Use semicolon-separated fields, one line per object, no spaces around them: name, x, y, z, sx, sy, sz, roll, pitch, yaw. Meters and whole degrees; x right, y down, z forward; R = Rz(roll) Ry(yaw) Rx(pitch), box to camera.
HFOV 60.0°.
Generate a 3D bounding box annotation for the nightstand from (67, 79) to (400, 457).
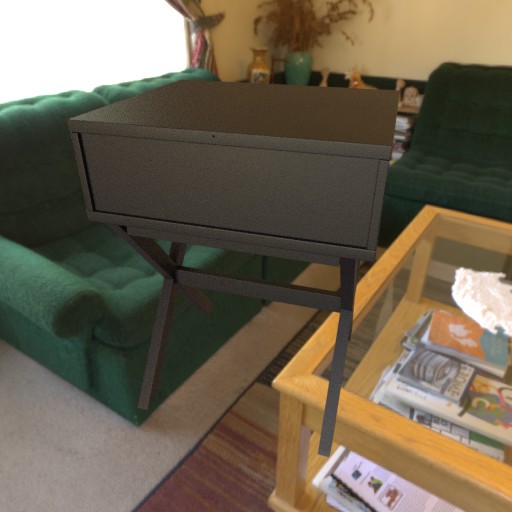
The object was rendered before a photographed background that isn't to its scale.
nightstand;0.000;0.000;0.936;0.479;0.623;0.402;9;31;15
